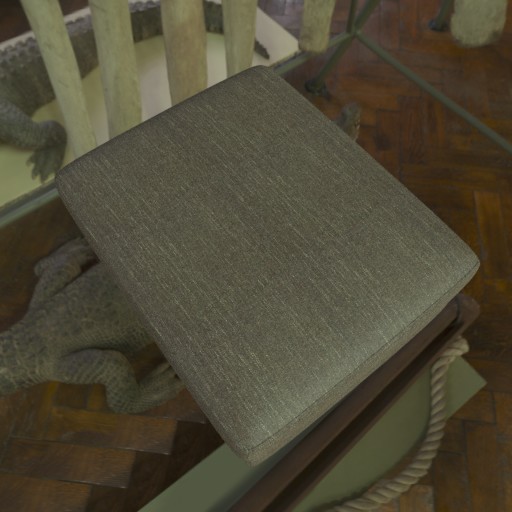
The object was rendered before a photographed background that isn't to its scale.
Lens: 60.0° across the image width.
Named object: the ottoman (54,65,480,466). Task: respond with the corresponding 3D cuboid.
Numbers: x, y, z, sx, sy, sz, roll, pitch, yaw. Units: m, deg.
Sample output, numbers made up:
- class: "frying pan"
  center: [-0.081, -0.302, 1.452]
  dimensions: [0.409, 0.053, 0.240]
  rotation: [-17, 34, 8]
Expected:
- class: "ottoman"
  center: [0.000, 0.000, 1.182]
  dimensions: [0.671, 0.490, 0.820]
  rotation: [-34, 68, -16]
